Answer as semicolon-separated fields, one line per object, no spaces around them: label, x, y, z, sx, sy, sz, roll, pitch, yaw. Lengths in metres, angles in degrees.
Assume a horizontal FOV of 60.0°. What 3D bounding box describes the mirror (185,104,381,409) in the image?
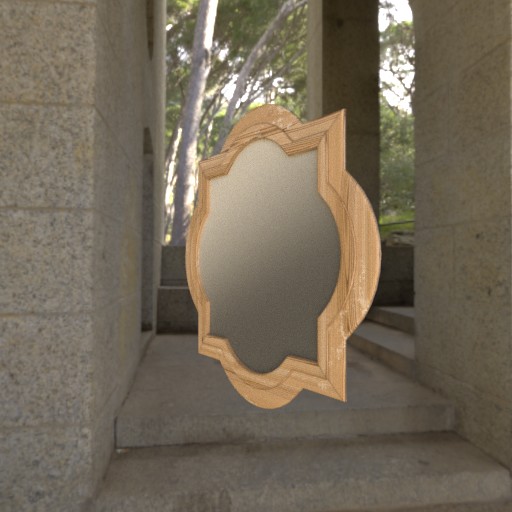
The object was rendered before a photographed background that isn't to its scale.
mirror;0.000;0.000;1.043;0.019;0.686;0.686;1;-1;-37
